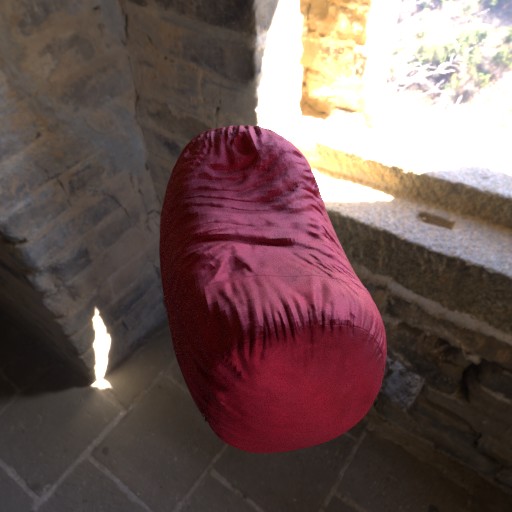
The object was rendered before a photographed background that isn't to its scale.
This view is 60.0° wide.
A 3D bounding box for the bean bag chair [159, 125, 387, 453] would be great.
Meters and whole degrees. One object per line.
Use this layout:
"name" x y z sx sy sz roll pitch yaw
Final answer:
"bean bag chair" 0.000 0.000 2.799 1.216 0.867 2.293 -8 47 -8
